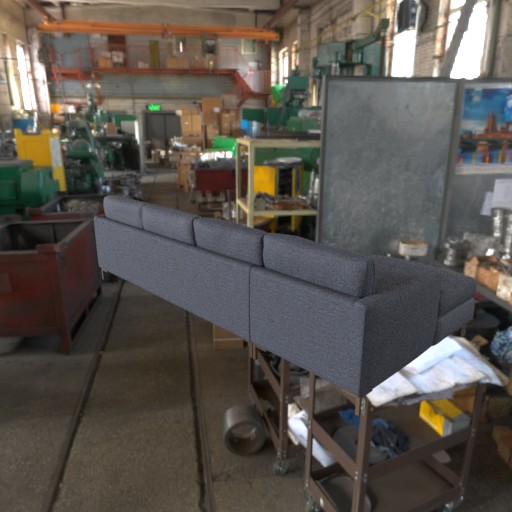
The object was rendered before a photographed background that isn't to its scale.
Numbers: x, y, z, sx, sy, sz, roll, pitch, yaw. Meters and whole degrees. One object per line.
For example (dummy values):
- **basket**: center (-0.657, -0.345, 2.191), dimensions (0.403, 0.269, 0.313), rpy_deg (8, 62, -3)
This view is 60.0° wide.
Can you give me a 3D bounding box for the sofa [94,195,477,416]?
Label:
- **sofa**: center (0.000, 0.000, 2.944), dimensions (1.125, 0.673, 2.445), rpy_deg (-15, 22, -42)
